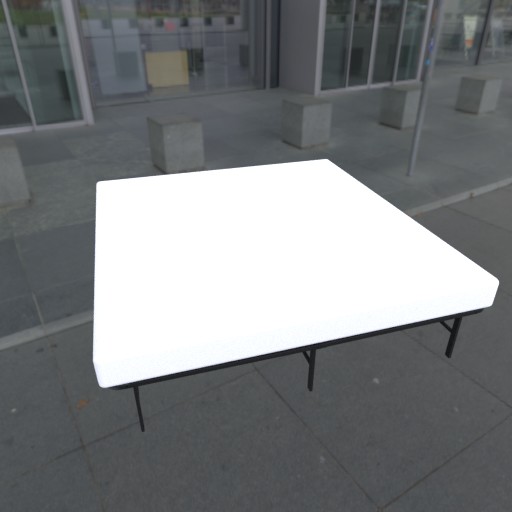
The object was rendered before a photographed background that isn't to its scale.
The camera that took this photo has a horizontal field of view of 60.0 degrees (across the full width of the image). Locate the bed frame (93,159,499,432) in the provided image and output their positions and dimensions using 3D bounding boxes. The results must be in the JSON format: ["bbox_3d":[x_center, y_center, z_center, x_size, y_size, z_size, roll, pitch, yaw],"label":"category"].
[{"bbox_3d":[0.000,0.000,2.917,1.935,0.525,2.033,-9,31,-15],"label":"bed frame"}]
